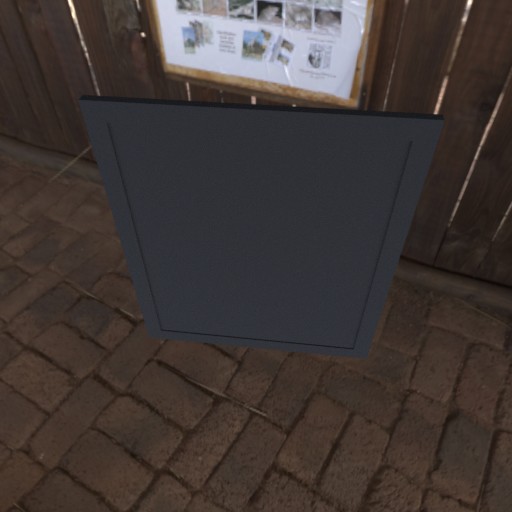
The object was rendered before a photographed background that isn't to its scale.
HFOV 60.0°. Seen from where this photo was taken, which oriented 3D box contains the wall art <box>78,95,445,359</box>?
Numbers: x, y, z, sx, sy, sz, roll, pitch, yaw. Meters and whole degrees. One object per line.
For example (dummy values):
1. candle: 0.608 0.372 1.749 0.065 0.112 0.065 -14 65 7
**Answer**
1. wall art: 0.000 0.000 0.506 0.311 0.361 0.010 5 45 5
